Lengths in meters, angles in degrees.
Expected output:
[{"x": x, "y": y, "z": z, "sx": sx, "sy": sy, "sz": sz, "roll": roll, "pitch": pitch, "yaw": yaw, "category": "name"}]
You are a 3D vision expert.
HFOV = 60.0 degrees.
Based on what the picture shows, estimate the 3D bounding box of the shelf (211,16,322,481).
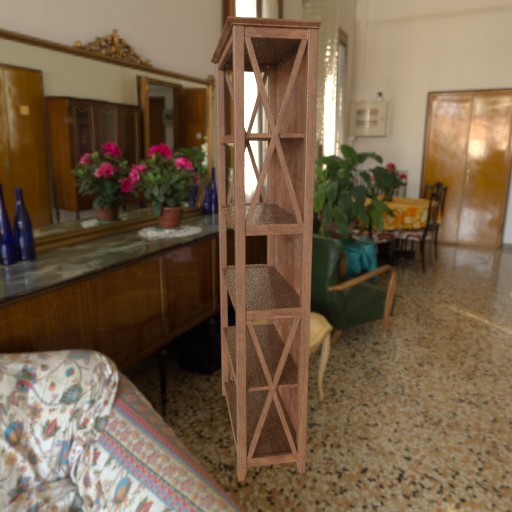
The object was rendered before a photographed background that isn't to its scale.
[{"x": 0.000, "y": 0.000, "z": 2.162, "sx": 0.335, "sy": 1.905, "sz": 0.805, "roll": -2, "pitch": 14, "yaw": -10, "category": "shelf"}]
